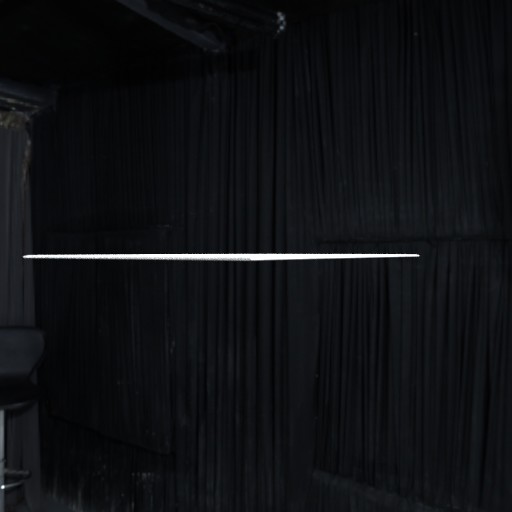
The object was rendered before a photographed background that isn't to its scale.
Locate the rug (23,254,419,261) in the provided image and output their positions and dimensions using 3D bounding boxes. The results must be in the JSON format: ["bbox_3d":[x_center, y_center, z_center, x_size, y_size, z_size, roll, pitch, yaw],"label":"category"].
[{"bbox_3d":[0.000,0.000,3.517,1.819,0.018,2.746,0,0,34],"label":"rug"}]
